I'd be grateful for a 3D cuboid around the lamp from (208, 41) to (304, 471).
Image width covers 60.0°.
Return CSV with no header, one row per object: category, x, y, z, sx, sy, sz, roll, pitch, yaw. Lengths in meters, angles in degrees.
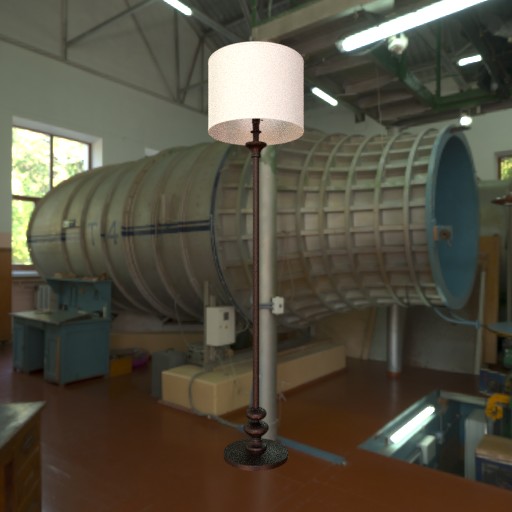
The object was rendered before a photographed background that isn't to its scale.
lamp,0.000,0.000,1.657,0.356,1.487,0.356,0,-1,-17
